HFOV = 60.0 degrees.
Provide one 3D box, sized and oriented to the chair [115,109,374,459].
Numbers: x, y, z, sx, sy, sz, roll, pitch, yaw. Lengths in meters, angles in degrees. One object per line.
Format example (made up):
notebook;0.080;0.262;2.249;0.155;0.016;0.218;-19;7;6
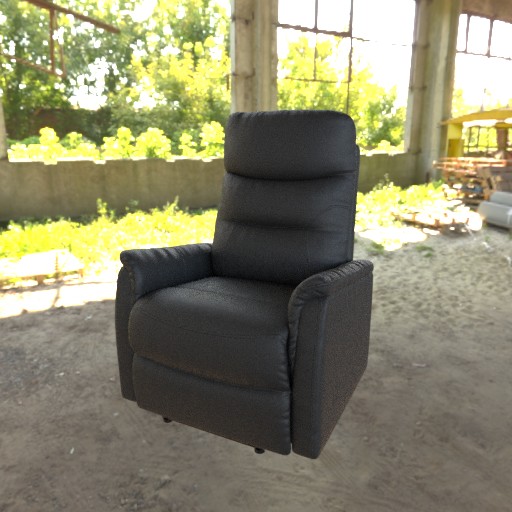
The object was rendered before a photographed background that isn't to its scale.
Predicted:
chair;0.000;0.000;1.664;0.775;1.082;0.831;7;15;26
